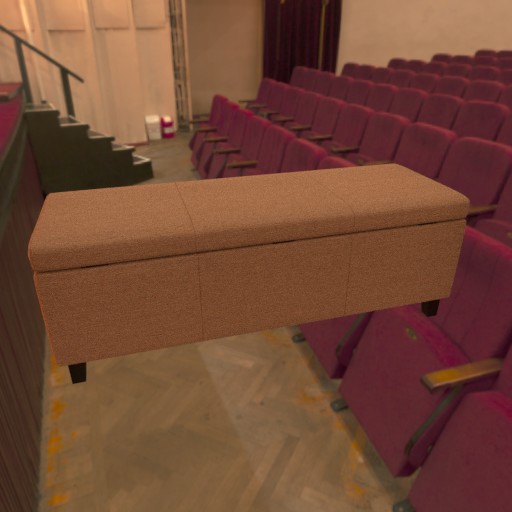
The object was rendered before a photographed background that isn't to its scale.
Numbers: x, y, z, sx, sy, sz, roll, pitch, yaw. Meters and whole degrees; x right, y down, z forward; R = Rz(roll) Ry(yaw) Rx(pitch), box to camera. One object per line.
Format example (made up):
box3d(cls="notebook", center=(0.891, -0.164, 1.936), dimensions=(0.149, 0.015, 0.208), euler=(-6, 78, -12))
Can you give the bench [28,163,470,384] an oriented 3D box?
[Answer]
box3d(cls="bench", center=(0.000, 0.000, 1.463), dimensions=(1.269, 0.438, 0.446), euler=(-8, 28, -15))
